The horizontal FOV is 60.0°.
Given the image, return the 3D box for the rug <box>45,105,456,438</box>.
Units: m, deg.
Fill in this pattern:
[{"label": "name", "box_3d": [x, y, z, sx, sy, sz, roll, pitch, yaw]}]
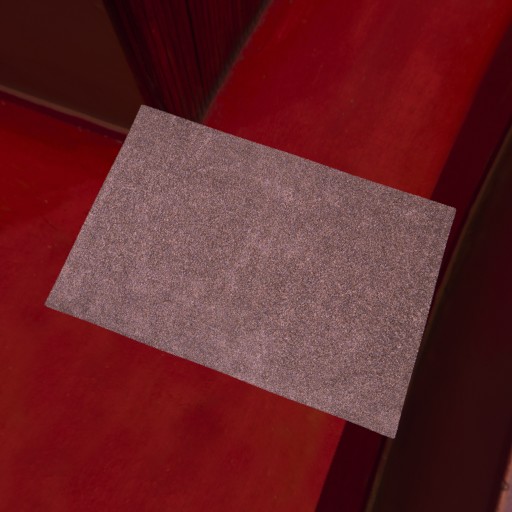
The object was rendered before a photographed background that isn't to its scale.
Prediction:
[{"label": "rug", "box_3d": [0.000, 0.000, 3.401, 2.699, 0.026, 1.802, 20, 76, 5]}]
